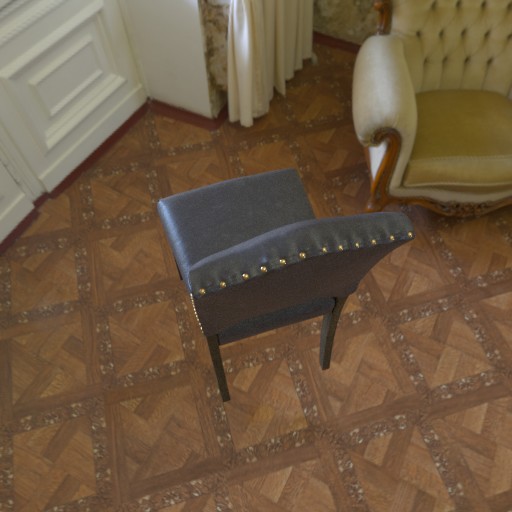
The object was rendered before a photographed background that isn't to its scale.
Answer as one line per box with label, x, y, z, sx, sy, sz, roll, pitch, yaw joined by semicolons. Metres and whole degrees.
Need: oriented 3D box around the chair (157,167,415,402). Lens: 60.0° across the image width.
chair;0.000;0.000;1.327;0.500;0.991;0.633;-15;59;-9
